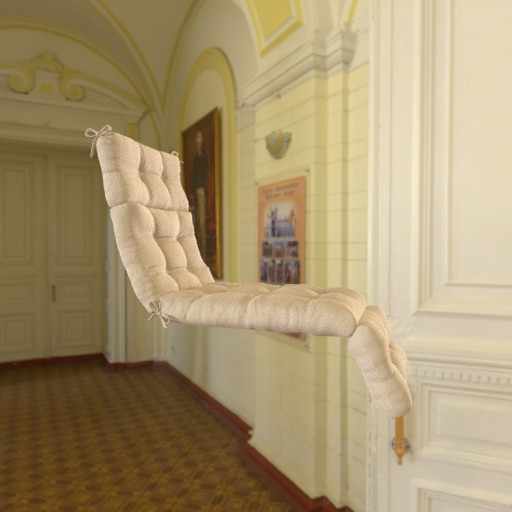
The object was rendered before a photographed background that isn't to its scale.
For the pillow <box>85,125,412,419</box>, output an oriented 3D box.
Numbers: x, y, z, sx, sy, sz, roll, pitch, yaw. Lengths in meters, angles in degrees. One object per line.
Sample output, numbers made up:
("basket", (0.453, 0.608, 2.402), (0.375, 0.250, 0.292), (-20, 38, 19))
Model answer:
("pillow", (0.000, 0.000, 1.539), (1.016, 0.863, 0.526), (0, 2, 17))
